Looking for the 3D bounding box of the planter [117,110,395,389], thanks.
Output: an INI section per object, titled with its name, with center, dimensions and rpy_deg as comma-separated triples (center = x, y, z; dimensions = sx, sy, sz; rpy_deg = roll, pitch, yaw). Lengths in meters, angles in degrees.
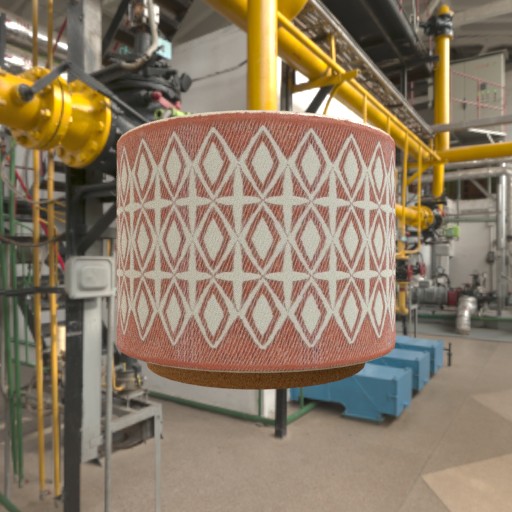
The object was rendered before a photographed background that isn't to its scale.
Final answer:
[planter]
center = 0.000, 0.000, 0.320
dimensions = 0.192, 0.148, 0.192
rpy_deg = 0, 0, 0
